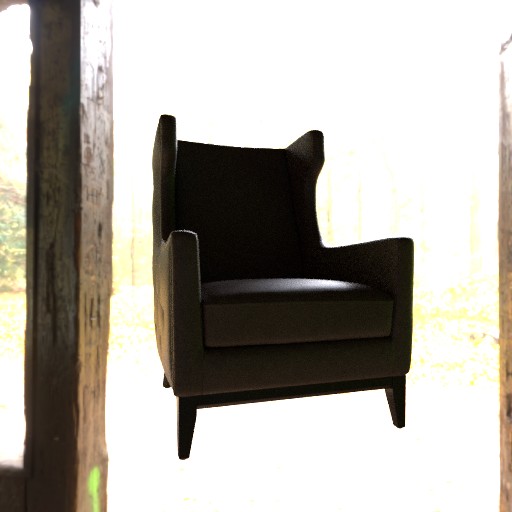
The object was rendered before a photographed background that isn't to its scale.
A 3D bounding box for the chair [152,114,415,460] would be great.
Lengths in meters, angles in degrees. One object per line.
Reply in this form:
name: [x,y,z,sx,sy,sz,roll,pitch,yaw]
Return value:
chair: [0.000,0.000,1.654,0.769,1.079,0.899,0,-1,-19]
